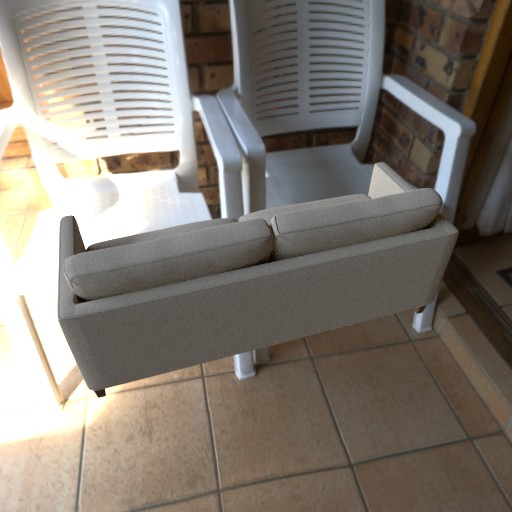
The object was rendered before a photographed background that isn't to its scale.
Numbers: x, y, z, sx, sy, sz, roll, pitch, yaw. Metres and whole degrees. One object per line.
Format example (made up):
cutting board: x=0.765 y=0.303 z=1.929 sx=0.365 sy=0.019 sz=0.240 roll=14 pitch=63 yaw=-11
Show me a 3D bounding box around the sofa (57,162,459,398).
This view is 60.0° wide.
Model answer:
sofa: x=0.000 y=0.000 z=2.947 sx=2.361 sy=0.968 sz=0.951 roll=-12 pitch=42 yaw=-13
